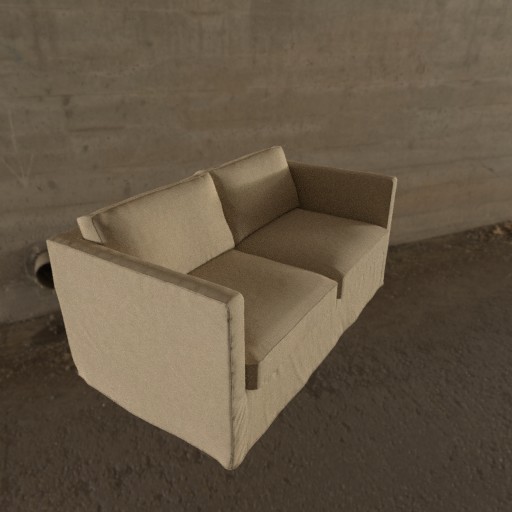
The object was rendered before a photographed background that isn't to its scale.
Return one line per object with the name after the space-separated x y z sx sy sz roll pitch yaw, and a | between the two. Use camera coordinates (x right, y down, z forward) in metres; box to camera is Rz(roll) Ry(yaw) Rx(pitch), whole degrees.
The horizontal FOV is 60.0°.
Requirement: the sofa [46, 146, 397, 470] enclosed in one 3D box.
0.000 0.000 2.316 0.962 0.835 1.719 16 30 29 | sofa
